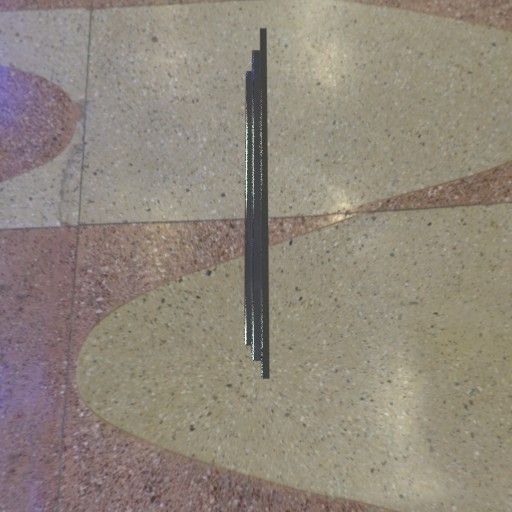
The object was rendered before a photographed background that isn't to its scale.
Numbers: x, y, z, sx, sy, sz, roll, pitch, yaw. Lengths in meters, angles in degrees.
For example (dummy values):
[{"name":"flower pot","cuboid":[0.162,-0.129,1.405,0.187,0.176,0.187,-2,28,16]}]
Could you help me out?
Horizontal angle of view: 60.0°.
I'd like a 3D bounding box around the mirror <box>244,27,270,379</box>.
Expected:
[{"name":"mirror","cuboid":[0.000,0.000,1.165,0.039,0.914,0.613,0,75,0]}]
